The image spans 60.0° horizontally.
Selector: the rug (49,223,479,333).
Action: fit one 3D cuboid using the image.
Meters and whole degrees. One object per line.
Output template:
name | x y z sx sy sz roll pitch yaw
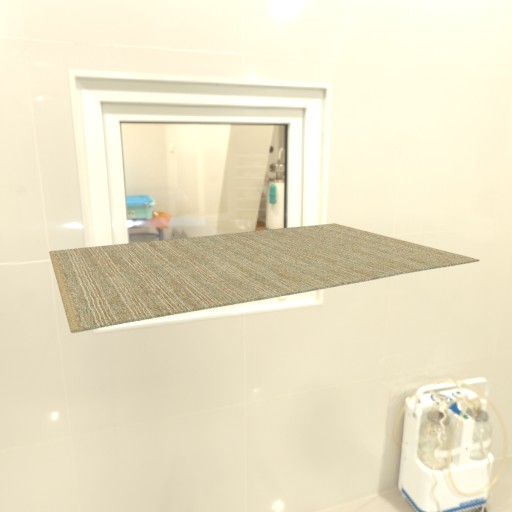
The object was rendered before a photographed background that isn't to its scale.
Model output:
rug | 0.000 0.000 2.965 2.448 0.012 1.540 -7 16 -26
